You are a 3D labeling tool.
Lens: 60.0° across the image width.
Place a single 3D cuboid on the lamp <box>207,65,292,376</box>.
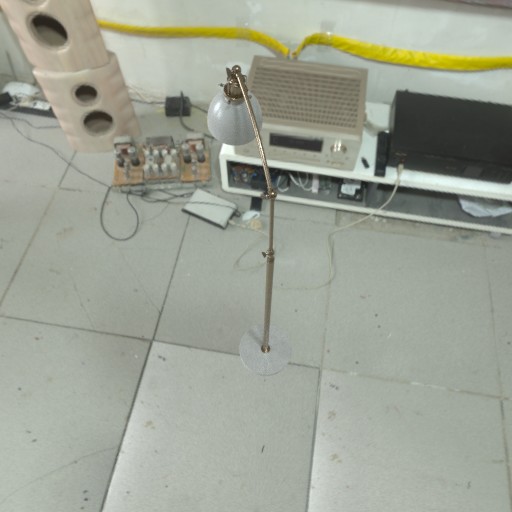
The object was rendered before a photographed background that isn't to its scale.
[{"bbox_3d":[0.000,0.000,1.854,0.288,1.586,0.599,-17,61,-10],"label":"lamp"}]
